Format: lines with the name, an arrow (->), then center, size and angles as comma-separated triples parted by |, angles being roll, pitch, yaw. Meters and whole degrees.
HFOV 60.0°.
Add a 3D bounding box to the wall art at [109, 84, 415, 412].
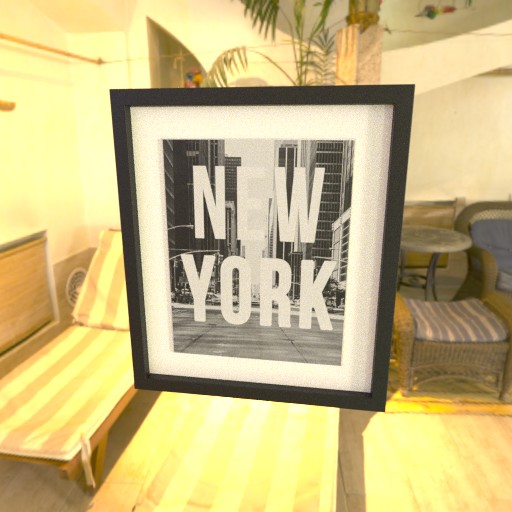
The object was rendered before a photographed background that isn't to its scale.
wall art -> 0.000, 0.000, 0.534 | 0.328, 0.381, 0.028 | 3, 16, 9
